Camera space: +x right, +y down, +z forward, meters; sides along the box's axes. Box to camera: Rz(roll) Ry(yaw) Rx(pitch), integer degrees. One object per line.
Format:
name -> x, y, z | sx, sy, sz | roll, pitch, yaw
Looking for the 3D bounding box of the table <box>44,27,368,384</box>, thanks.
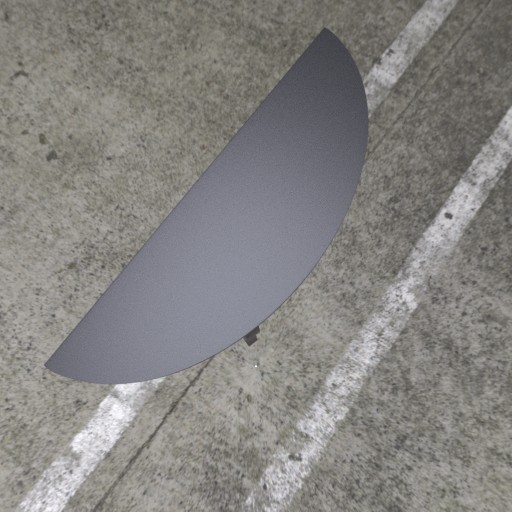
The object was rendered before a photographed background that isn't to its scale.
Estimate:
table -> 0.000, 0.000, 1.555 | 0.394, 0.780, 1.219 | 36, 79, 8
